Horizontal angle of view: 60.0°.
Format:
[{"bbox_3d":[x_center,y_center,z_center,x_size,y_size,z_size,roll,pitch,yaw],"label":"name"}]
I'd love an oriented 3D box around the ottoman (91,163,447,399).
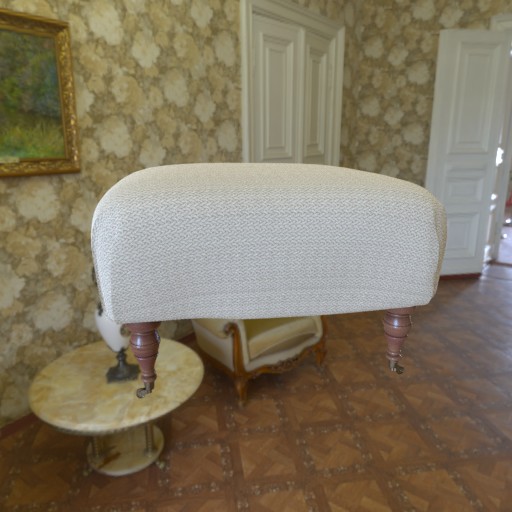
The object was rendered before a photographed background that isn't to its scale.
[{"bbox_3d":[0.000,0.000,1.089,0.684,0.447,0.622,-2,14,-10],"label":"ottoman"}]
